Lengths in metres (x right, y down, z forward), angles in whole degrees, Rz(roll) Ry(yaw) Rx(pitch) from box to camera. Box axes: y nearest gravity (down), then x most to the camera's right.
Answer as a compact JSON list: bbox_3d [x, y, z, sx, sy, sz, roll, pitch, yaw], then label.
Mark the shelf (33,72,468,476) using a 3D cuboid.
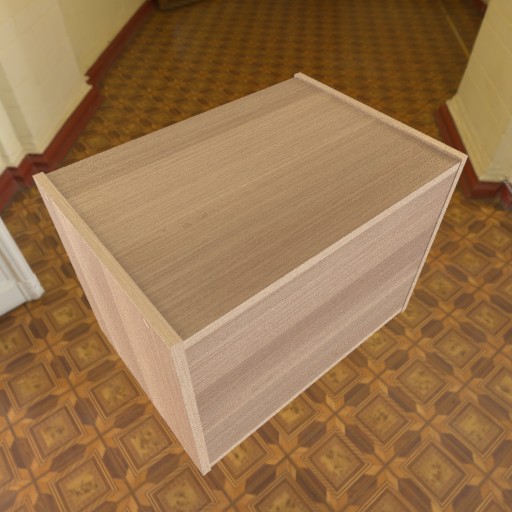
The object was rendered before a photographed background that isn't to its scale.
[{"bbox_3d":[0.000,0.000,0.624,0.415,0.305,0.290,-31,54,-26],"label":"shelf"}]
